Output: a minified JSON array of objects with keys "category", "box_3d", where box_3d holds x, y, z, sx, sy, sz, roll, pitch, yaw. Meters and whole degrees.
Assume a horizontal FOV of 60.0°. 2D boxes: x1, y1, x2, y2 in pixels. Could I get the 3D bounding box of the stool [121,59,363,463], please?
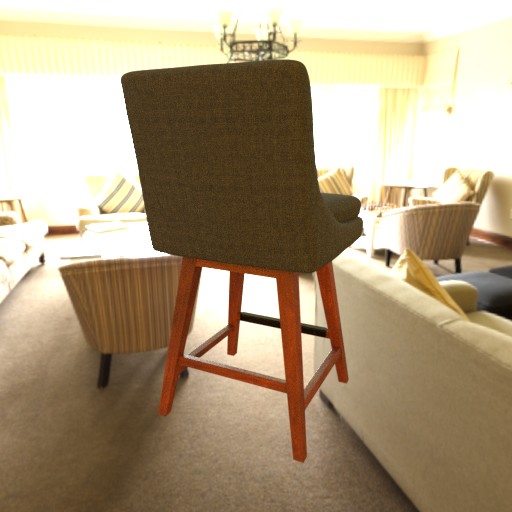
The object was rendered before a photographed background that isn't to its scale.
[{"category":"stool","box_3d":[0.000,0.000,1.191,0.467,0.895,0.524,7,17,25]}]
